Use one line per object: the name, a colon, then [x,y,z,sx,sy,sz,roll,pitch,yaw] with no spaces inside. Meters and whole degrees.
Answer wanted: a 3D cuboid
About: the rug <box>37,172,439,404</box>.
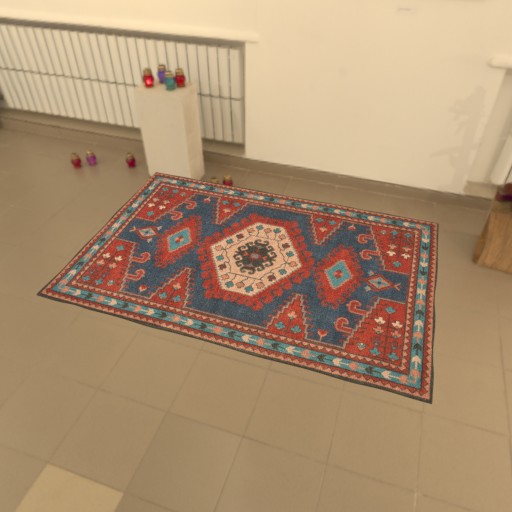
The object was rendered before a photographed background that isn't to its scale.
rug: [0.000,0.000,2.333,1.820,0.012,1.207,12,43,14]
